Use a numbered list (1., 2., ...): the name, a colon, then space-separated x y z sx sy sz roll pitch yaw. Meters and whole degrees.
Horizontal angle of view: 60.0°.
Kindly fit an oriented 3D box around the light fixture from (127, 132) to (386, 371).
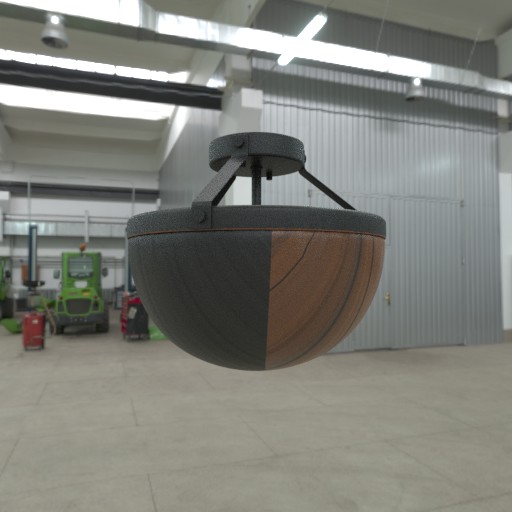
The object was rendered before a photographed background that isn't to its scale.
1. light fixture: 0.000 0.000 0.539 0.304 0.269 0.304 0 -2 0
